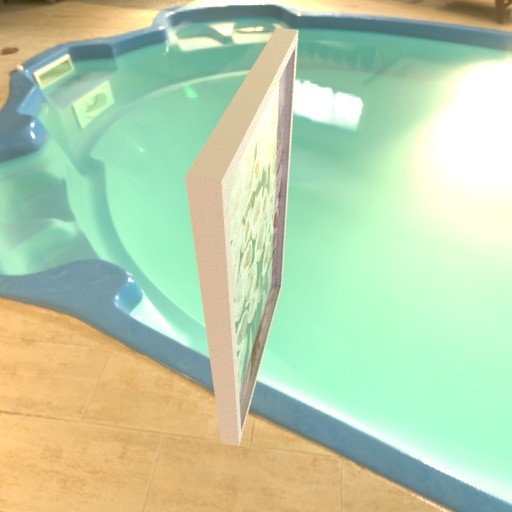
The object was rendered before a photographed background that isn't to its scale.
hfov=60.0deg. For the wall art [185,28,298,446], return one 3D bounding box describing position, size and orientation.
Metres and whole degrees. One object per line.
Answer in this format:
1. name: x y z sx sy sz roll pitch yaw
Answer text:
1. wall art: 0.000 0.000 0.543 0.025 0.428 0.293 10 46 10
